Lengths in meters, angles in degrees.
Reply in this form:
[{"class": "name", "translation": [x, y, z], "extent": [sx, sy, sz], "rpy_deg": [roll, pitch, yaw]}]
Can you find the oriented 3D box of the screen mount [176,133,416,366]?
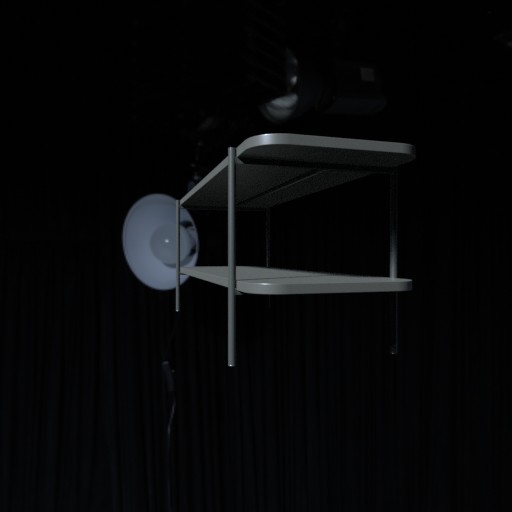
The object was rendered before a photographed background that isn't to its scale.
[{"class": "screen mount", "translation": [0.000, 0.000, 1.411], "extent": [0.400, 0.447, 1.200], "rpy_deg": [0, 0, -17]}]
